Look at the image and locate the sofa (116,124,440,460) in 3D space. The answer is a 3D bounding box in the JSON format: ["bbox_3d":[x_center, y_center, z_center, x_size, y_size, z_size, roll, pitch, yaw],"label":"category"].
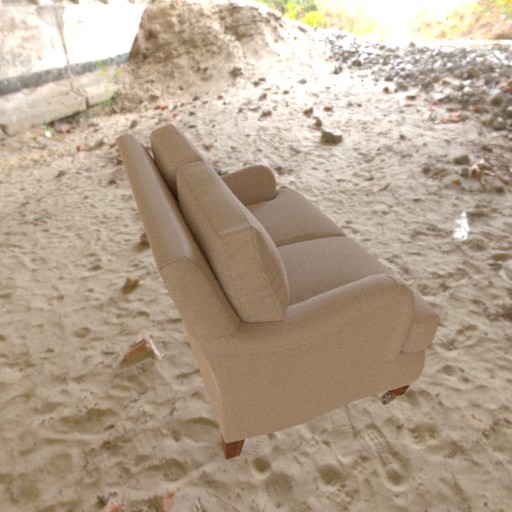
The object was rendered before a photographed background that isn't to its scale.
[{"bbox_3d":[0.000,0.000,2.183,1.087,1.048,1.508,-10,32,-17],"label":"sofa"}]
